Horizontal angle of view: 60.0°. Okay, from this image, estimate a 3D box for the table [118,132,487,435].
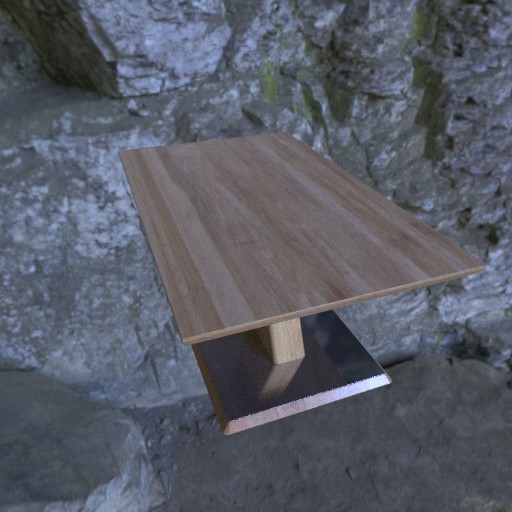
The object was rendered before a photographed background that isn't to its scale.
[{"bbox_3d":[0.000,0.000,1.440,0.692,0.441,1.100,-11,33,-17],"label":"table"}]
